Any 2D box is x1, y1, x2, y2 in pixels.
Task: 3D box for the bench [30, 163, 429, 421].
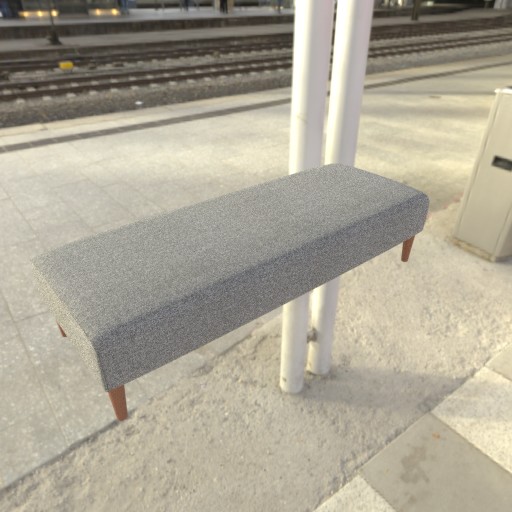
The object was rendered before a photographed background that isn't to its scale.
[{"bbox_3d":[0.000,0.000,1.876,1.598,0.384,0.631,-23,38,-33],"label":"bench"}]
